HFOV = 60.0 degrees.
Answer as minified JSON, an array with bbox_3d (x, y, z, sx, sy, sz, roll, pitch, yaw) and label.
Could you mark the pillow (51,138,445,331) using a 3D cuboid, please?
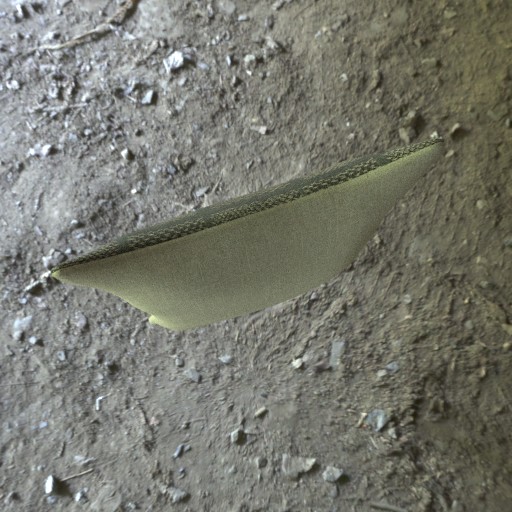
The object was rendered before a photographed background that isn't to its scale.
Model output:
[{"bbox_3d":[0.000,0.000,0.665,0.435,0.432,0.138,-19,75,-5],"label":"pillow"}]
